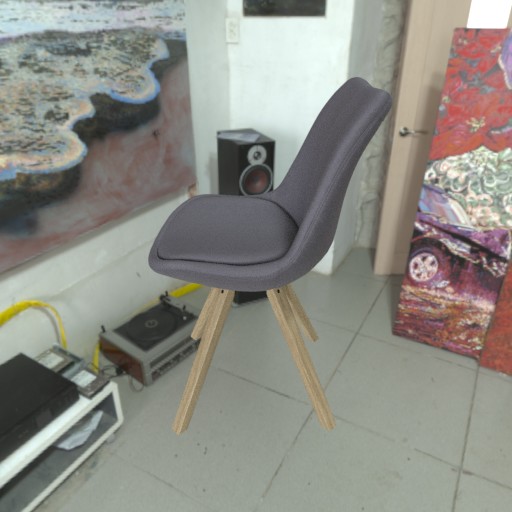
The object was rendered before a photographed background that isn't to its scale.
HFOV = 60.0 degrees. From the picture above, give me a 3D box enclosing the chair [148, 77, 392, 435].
[{"bbox_3d":[0.000,0.000,1.182,0.547,0.865,0.483,0,28,0],"label":"chair"}]
